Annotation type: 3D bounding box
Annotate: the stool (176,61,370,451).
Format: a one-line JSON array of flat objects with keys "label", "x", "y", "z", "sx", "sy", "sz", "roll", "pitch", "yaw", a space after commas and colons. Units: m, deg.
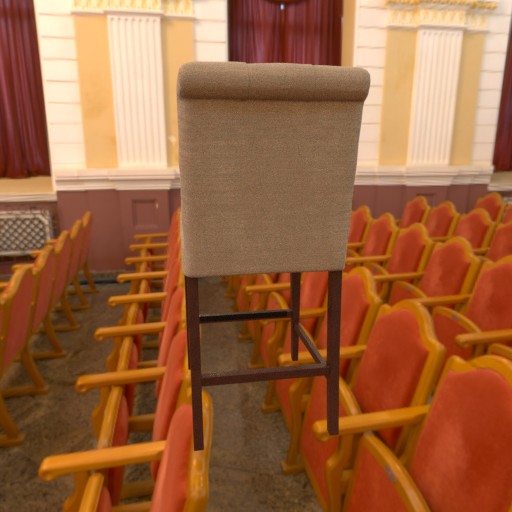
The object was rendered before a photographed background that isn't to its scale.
[{"label": "stool", "x": 0.000, "y": 0.000, "z": 1.456, "sx": 0.486, "sy": 1.084, "sz": 0.660, "roll": -2, "pitch": 14, "yaw": -10}]
